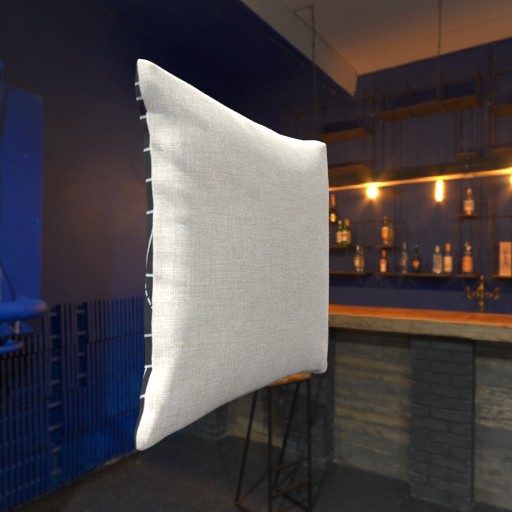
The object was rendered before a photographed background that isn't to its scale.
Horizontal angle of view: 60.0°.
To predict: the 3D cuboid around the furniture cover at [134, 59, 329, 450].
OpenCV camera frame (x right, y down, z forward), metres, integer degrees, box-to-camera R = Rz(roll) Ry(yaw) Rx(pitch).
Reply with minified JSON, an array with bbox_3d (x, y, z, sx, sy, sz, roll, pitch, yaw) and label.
[{"bbox_3d":[0.000,0.000,0.775,0.158,0.508,0.517,-1,-1,36],"label":"furniture cover"}]
